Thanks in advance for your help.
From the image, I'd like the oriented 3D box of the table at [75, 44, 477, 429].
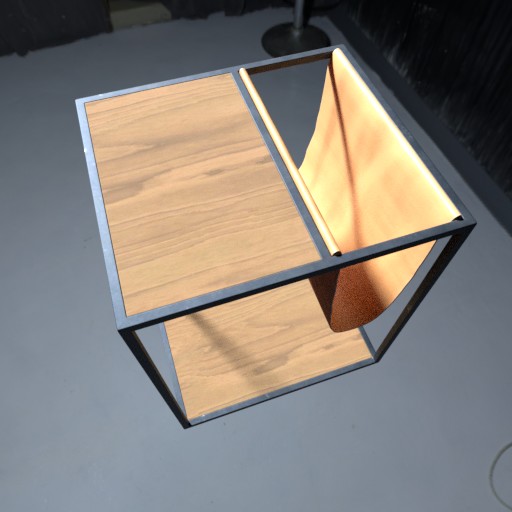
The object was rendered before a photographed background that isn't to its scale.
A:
[{"bbox_3d":[0.000,0.000,0.838,0.450,0.536,0.399,-16,59,-10],"label":"table"}]
